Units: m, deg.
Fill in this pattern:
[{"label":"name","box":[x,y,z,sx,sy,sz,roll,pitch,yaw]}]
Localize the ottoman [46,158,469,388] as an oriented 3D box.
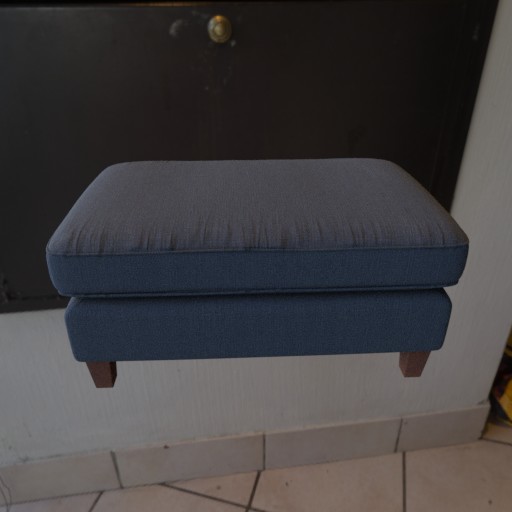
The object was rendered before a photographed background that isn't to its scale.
[{"label":"ottoman","box":[0.000,0.000,1.203,0.885,0.438,0.570,-1,29,-2]}]
